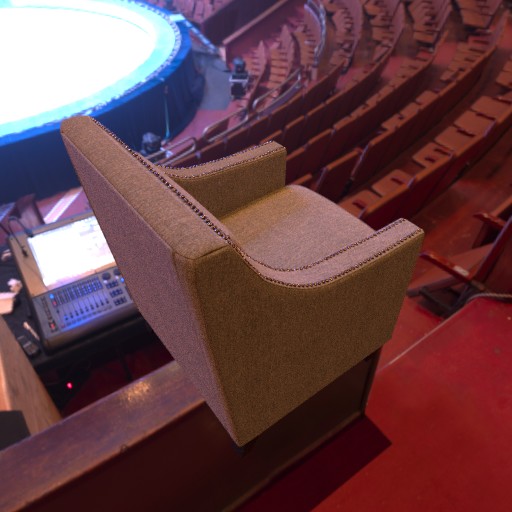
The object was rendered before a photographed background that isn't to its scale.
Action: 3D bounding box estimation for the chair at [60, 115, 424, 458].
[{"bbox_3d":[0.000,0.000,1.554,0.884,0.967,0.776,-26,48,-27],"label":"chair"}]
